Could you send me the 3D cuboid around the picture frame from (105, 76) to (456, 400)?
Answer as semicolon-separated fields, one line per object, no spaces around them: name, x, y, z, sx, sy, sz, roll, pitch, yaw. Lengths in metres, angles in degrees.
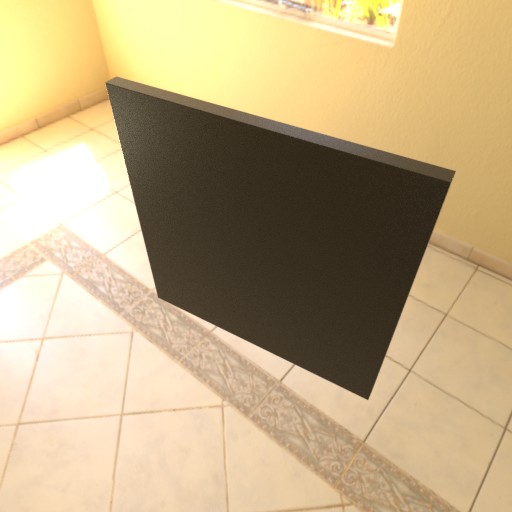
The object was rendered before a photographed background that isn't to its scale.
picture frame;0.000;0.000;0.840;0.559;0.557;0.029;22;49;21
